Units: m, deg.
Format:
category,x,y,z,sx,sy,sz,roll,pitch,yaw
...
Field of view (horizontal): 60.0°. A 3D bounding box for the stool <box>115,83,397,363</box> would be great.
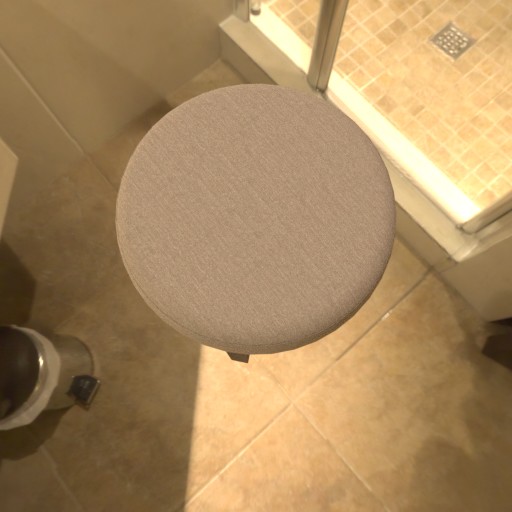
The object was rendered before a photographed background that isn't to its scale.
category,x,y,z,sx,sy,sz,roll,pitch,yaw
stool,0.000,0.000,0.969,0.443,0.672,0.443,0,75,0
